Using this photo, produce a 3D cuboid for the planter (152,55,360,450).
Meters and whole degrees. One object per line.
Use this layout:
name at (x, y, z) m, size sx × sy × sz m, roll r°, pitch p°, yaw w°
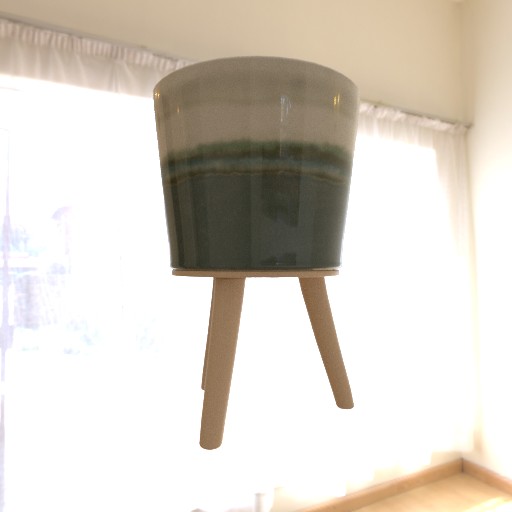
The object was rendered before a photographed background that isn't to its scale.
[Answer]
planter at (0.000, 0.000, 0.471) m, size 0.217 × 0.331 × 0.217 m, roll -1°, pitch -1°, yaw 36°
